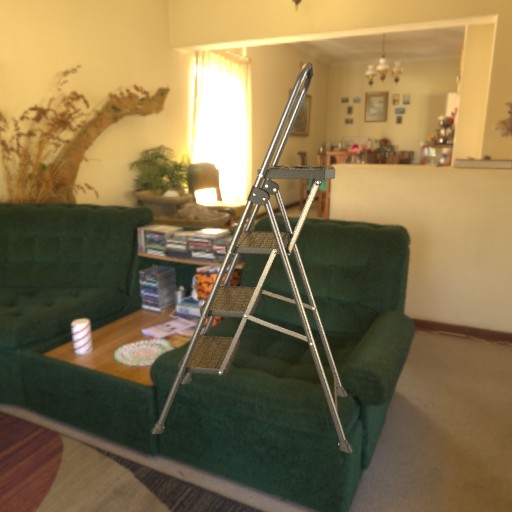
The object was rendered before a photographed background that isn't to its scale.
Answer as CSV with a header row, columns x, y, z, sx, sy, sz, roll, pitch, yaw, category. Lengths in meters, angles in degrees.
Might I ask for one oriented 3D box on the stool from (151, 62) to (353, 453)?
x,y,z,sx,sy,sz,roll,pitch,yaw,category
0.000,0.000,1.611,0.733,1.277,0.396,2,14,8,stool
